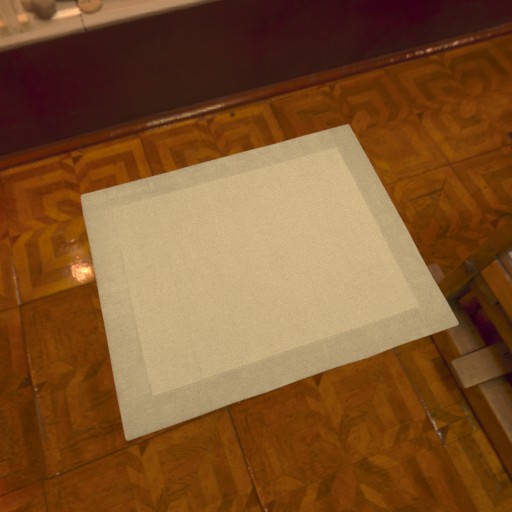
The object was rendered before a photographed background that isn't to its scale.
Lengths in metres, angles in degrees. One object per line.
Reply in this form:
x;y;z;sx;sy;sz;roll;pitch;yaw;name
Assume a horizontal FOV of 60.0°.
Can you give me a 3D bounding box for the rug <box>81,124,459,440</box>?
0.000;0.000;4.196;2.976;0.018;2.430;-17;65;-8;rug
